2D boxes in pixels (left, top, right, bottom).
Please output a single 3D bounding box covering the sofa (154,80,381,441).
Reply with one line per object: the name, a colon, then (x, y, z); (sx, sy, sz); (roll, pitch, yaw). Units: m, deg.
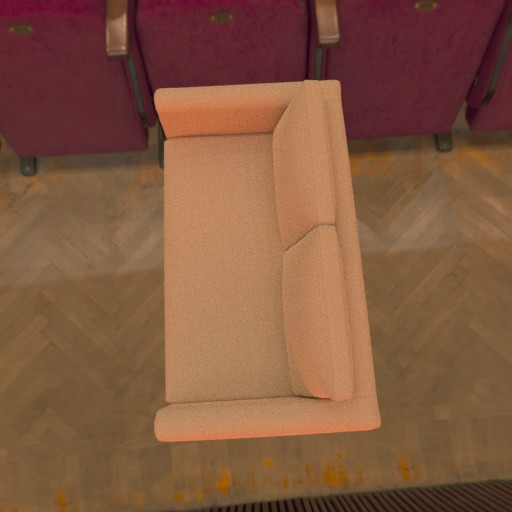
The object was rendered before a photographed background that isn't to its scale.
sofa: (0.000, 0.000, 2.159); (0.905, 0.873, 1.598); (-3, 76, -1)
